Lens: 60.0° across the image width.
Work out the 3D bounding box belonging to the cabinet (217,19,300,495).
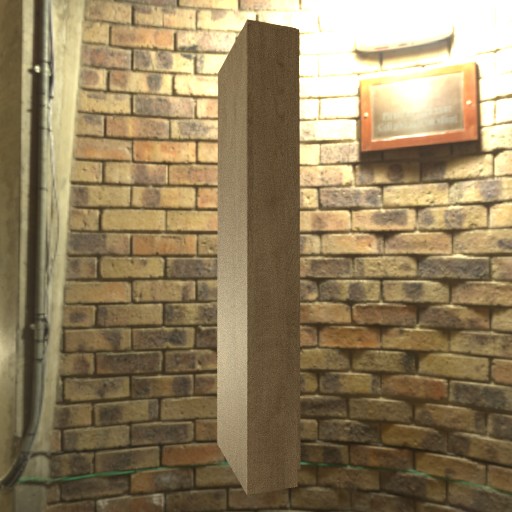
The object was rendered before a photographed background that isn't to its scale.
[{"bbox_3d":[0.000,0.000,1.940,0.230,1.790,0.500,0,-1,-18],"label":"cabinet"}]
